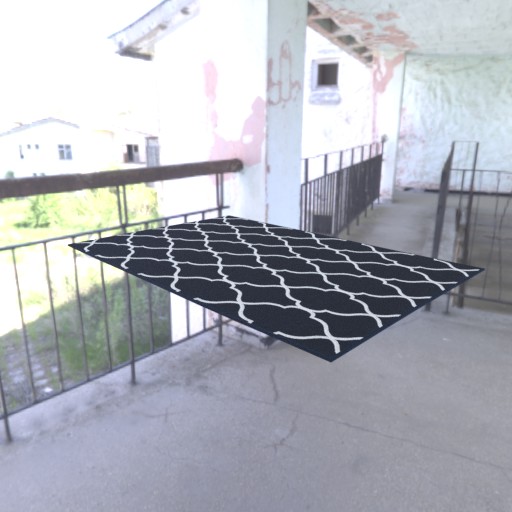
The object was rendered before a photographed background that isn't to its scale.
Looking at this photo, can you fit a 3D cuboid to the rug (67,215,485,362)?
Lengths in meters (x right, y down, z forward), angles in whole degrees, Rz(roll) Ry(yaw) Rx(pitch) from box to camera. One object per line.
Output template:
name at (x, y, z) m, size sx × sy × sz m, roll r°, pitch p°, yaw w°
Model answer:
rug at (0.000, 0.000, 2.868) m, size 1.526 × 0.014 × 2.290 m, roll -16°, pitch 22°, yaw -42°
